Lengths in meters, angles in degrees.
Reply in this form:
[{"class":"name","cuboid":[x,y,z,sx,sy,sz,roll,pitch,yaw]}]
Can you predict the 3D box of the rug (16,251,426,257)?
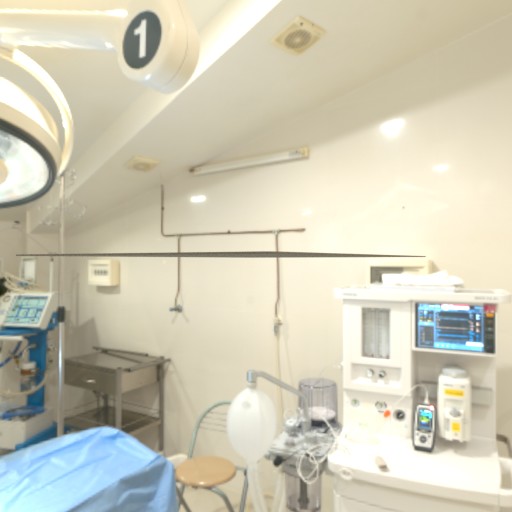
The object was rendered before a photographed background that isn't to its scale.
[{"class":"rug","cuboid":[0.000,0.000,2.853,1.600,0.008,2.235,0,-1,33]}]
